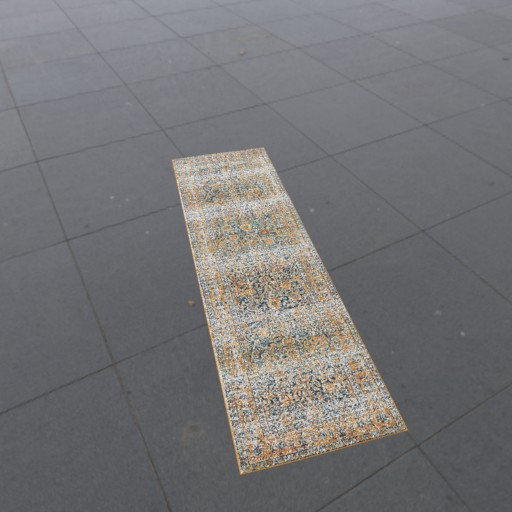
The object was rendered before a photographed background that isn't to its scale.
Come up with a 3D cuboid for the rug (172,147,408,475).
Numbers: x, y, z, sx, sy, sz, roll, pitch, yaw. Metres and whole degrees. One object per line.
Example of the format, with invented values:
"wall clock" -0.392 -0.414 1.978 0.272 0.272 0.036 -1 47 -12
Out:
"rug" 0.000 0.000 2.545 0.704 0.014 2.294 -10 45 -10
